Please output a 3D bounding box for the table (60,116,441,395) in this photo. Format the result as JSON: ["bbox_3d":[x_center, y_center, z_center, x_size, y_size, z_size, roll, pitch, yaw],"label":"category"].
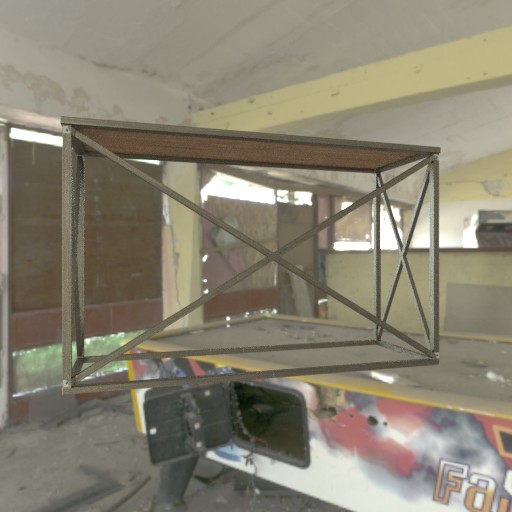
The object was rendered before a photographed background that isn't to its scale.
[{"bbox_3d":[0.000,0.000,1.555,1.216,0.753,0.402,0,0,-16],"label":"table"}]
